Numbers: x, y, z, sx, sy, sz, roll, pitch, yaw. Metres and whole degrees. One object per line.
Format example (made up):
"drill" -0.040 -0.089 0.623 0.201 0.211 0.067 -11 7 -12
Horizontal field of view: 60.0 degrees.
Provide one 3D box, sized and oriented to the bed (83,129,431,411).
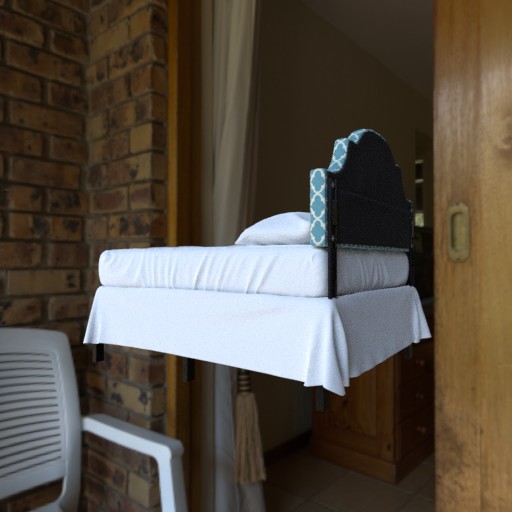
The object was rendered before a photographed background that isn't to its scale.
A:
"bed" 0.000 0.000 3.489 2.222 1.633 1.780 0 -1 35
